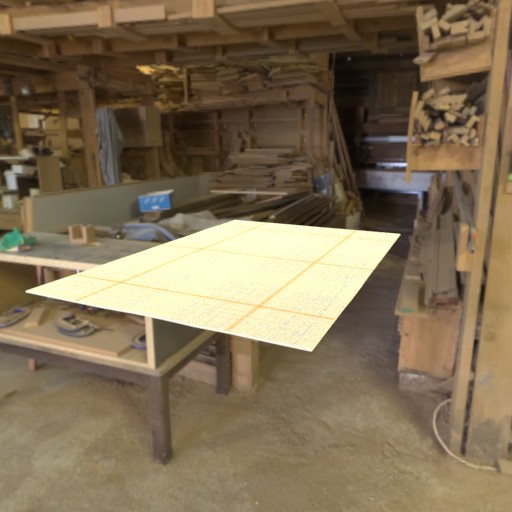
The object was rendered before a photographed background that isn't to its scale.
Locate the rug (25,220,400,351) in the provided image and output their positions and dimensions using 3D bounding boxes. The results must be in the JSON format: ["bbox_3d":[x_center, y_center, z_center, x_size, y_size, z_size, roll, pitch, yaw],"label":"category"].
[{"bbox_3d":[0.000,0.000,2.356,1.232,0.015,1.825,7,16,24],"label":"rug"}]
